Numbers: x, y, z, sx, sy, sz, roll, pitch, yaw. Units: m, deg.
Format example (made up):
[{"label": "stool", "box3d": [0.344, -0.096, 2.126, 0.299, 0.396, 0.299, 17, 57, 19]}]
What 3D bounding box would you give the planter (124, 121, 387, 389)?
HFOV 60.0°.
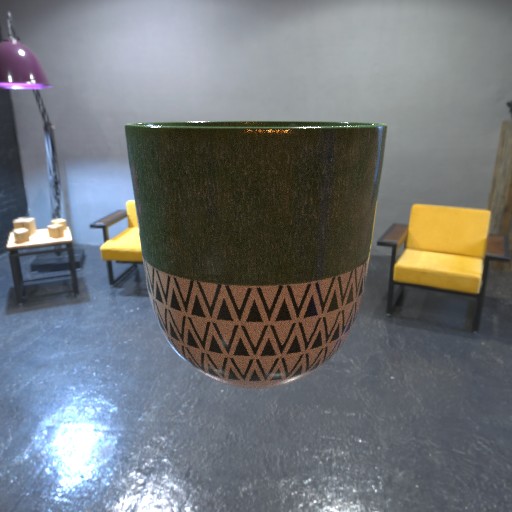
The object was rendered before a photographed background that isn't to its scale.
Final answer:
[{"label": "planter", "box3d": [0.000, 0.000, 0.373, 0.195, 0.214, 0.195, 0, 18, 0]}]
